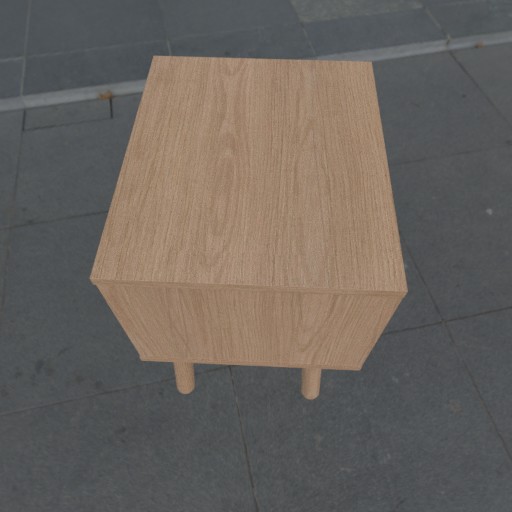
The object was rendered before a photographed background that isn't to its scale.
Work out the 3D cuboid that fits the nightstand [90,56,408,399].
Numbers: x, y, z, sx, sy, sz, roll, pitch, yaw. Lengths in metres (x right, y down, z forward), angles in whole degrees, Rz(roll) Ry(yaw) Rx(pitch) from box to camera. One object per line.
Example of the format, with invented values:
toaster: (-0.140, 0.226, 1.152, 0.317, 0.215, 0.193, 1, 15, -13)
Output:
nightstand: (0.000, 0.000, 0.890, 0.380, 0.571, 0.450, 2, 57, 1)
